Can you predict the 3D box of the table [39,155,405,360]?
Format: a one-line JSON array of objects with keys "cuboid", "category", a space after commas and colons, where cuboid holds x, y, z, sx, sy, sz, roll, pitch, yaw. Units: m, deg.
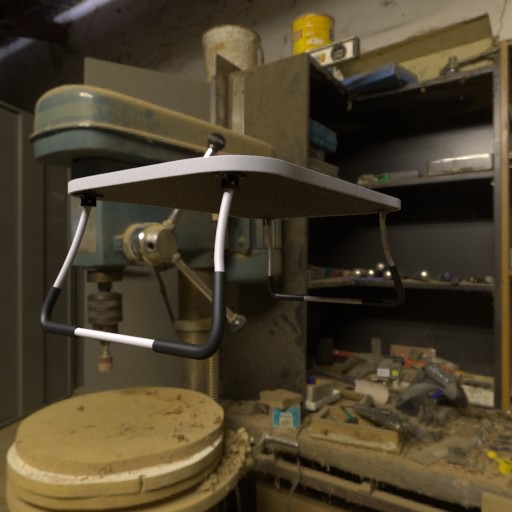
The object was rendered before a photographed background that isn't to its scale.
[{"cuboid": [0.000, 0.000, 0.840, 0.400, 0.232, 0.660, 0, 0, 36], "category": "table"}]
